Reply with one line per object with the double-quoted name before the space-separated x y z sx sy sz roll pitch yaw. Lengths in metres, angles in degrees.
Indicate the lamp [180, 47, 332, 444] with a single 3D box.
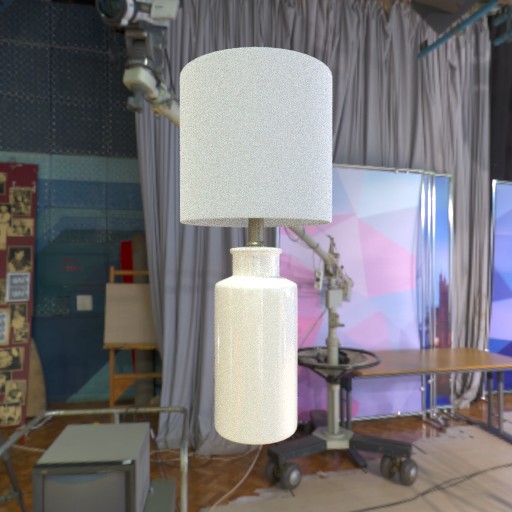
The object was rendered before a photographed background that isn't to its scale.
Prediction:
"lamp" 0.000 0.000 0.628 0.212 0.493 0.212 1 1 37
